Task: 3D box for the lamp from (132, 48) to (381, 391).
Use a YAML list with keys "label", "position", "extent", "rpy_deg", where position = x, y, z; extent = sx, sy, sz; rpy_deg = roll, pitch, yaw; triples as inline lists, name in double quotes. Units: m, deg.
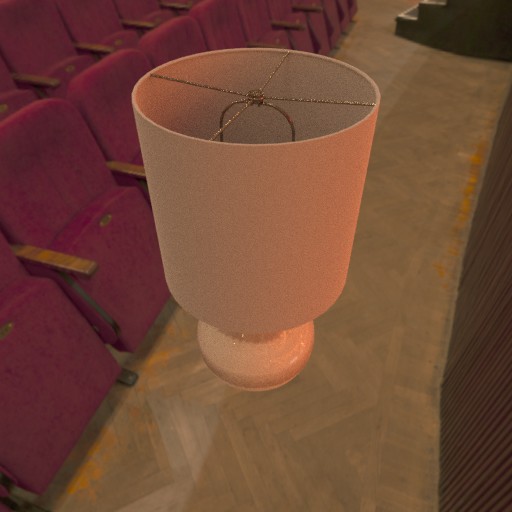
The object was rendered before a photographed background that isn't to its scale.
- label: "lamp"
  position: [0.000, 0.000, 0.528]
  extent: [0.217, 0.404, 0.217]
  rpy_deg: [13, 44, 14]
